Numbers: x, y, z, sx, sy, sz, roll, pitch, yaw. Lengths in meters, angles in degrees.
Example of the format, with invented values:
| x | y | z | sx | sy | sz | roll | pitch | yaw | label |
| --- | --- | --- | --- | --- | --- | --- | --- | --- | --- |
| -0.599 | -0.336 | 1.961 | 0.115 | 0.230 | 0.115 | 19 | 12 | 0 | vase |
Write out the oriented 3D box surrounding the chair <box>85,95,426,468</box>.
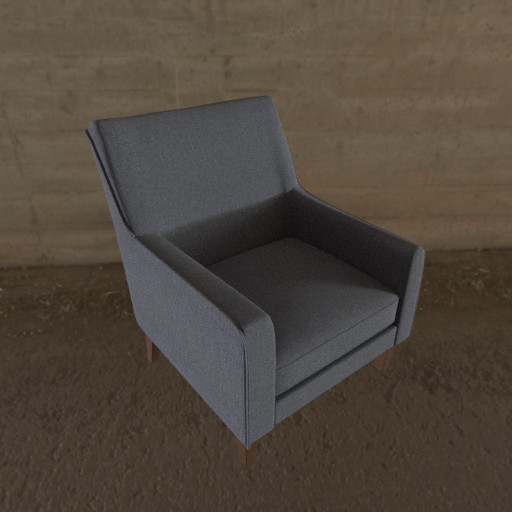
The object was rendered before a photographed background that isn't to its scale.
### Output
| x | y | z | sx | sy | sz | roll | pitch | yaw | label |
| --- | --- | --- | --- | --- | --- | --- | --- | --- | --- |
| 0.000 | 0.000 | 1.598 | 0.780 | 0.919 | 0.899 | -21 | 36 | -32 | chair |
